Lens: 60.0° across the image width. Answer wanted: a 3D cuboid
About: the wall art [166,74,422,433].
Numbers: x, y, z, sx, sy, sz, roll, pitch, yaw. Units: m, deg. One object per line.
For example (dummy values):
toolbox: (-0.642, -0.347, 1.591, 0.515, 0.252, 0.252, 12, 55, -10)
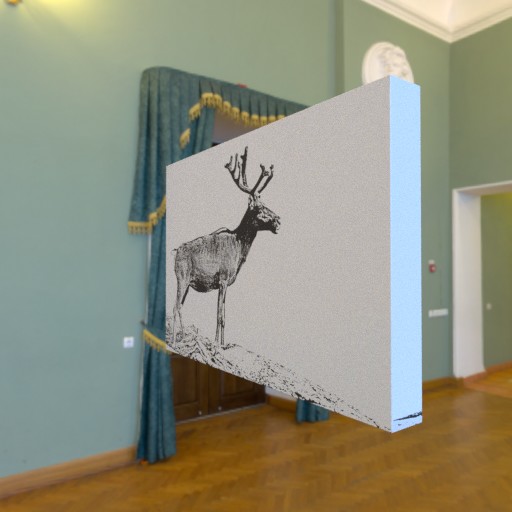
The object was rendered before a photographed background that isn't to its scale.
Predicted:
wall art: (0.000, 0.000, 0.484, 0.038, 0.259, 0.381, 1, -1, -36)
